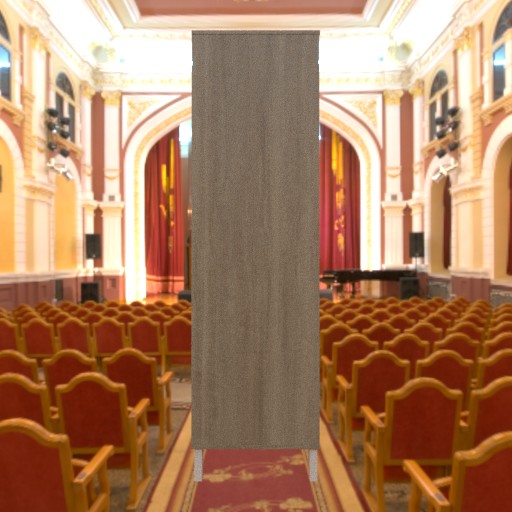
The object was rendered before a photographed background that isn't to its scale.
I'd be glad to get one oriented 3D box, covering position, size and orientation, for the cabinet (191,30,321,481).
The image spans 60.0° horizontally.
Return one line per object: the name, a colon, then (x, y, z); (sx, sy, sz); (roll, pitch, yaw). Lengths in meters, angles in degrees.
cabinet: (0.000, 0.000, 2.465); (0.571, 1.999, 1.006); (0, 0, 0)
